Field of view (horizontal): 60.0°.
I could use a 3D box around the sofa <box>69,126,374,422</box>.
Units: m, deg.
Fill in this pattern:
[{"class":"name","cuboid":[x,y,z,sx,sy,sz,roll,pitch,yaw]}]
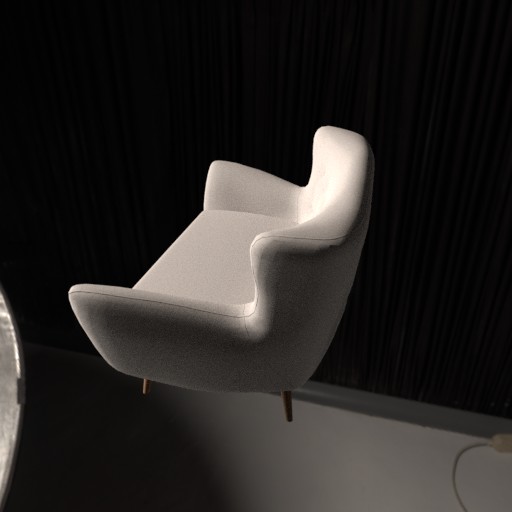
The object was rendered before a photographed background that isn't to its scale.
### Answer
[{"class":"sofa","cuboid":[0.000,0.000,1.970,0.921,0.878,1.424,7,30,13]}]
